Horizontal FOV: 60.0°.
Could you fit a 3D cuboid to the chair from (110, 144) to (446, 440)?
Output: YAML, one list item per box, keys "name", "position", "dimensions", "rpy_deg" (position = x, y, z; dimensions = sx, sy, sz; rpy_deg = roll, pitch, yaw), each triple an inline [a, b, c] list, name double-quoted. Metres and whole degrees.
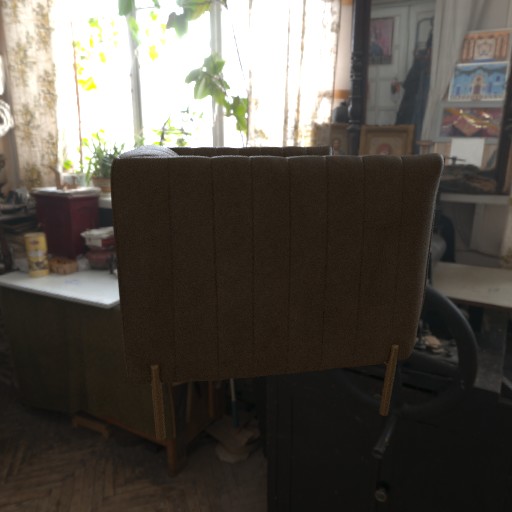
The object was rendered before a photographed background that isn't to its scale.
- name: "chair"
  position: [0.000, 0.000, 1.620]
  dimensions: [0.876, 0.779, 0.981]
  rpy_deg: [-3, 16, -10]
